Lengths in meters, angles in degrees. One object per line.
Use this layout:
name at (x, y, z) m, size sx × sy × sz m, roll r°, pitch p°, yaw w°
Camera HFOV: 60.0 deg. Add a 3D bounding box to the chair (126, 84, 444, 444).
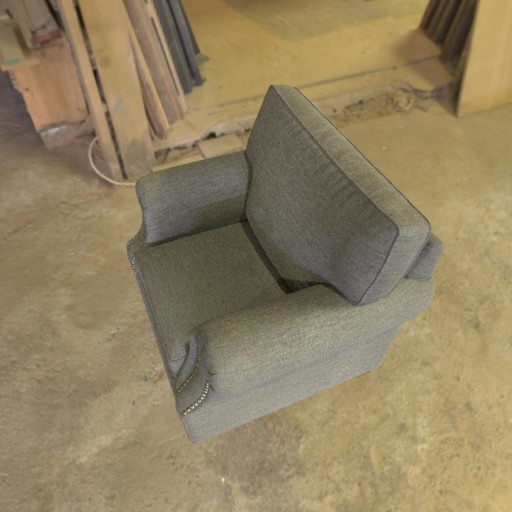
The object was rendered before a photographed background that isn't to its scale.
chair at (0.000, 0.000, 1.813) m, size 0.965 × 0.961 × 1.092 m, roll -17°, pitch 49°, yaw -16°
